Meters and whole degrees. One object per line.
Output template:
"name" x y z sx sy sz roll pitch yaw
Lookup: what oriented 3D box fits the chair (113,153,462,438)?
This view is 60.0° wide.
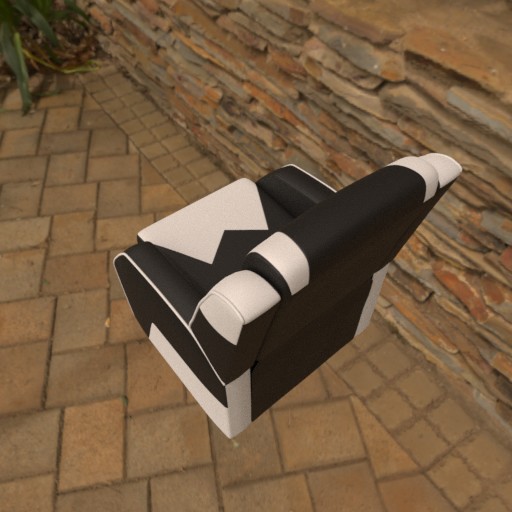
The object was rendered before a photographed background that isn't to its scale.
"chair" 0.000 0.000 1.255 0.620 0.805 0.672 -32 56 -25
